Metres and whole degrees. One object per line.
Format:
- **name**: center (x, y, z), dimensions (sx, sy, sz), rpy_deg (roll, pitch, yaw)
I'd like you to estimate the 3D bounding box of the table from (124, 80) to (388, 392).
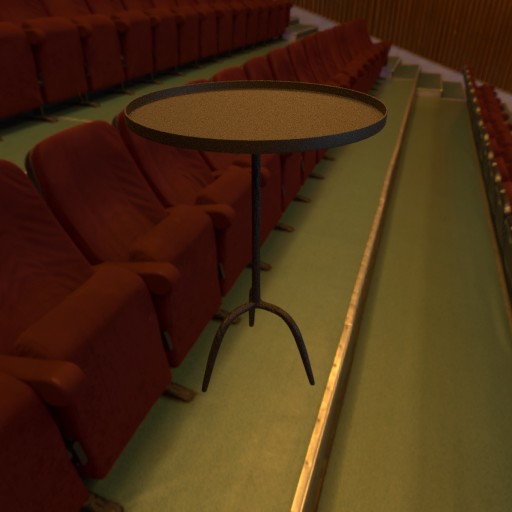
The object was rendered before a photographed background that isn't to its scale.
- **table**: center (0.000, 0.000, 1.050), dimensions (0.502, 0.700, 0.502), rpy_deg (10, 32, 16)
